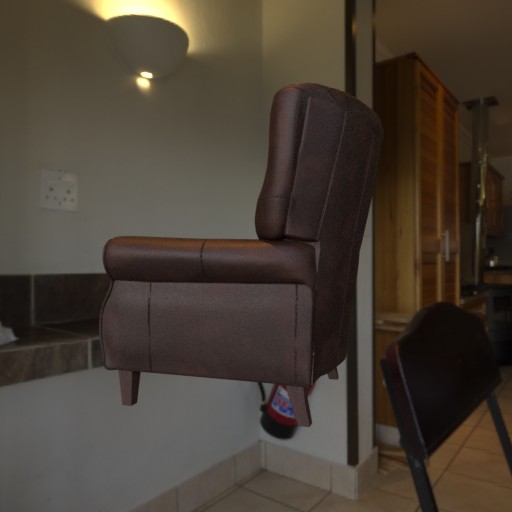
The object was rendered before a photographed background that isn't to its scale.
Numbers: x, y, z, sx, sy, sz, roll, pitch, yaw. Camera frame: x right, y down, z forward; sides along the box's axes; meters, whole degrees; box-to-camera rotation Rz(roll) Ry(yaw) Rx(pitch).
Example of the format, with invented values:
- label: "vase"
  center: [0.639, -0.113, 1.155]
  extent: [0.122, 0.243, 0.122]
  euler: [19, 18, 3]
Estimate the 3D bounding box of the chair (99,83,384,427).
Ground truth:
- label: "chair"
  center: [0.000, 0.000, 1.902]
  extent: [1.058, 1.158, 0.948]
  euler: [0, -1, 19]
